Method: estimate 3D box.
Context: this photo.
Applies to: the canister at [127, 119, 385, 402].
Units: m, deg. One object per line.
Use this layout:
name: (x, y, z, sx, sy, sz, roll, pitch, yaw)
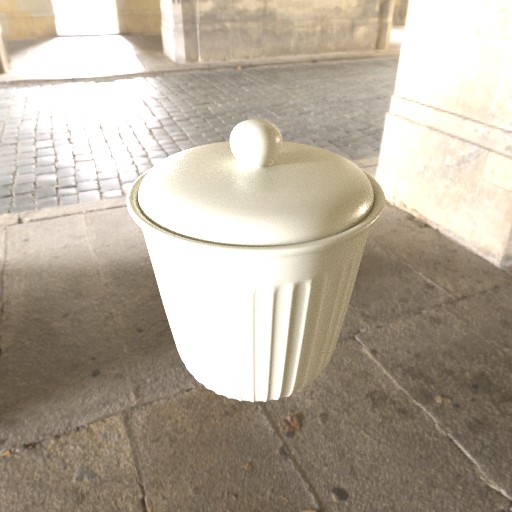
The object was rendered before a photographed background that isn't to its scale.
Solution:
canister: (0.000, 0.000, 0.349, 0.181, 0.211, 0.181, 0, 32, 0)
